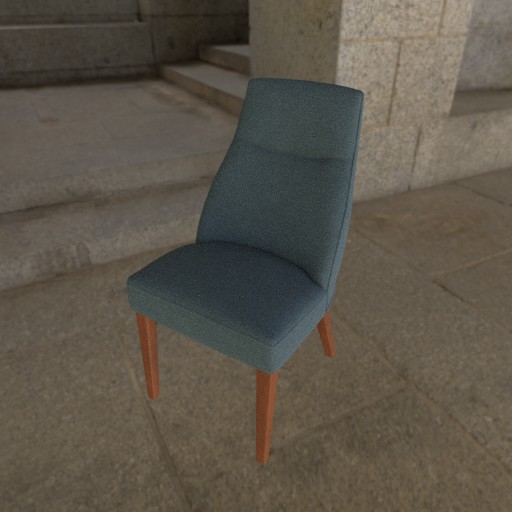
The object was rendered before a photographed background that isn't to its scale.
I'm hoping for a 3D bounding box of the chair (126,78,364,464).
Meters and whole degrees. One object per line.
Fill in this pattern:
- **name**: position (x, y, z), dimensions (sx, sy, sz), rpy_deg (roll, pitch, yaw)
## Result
- **chair**: position (0.000, 0.000, 1.347), dimensions (0.500, 0.930, 0.620), rpy_deg (18, 36, 28)
